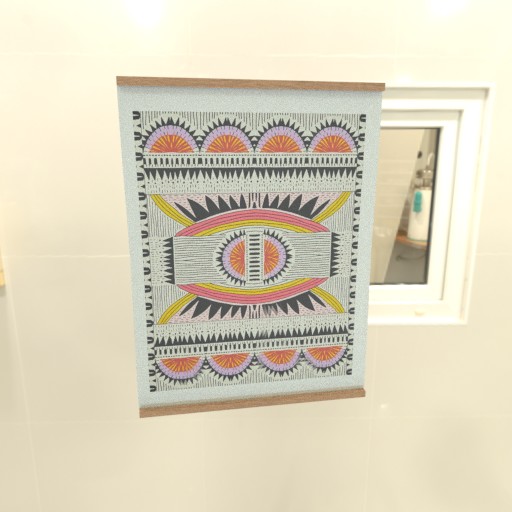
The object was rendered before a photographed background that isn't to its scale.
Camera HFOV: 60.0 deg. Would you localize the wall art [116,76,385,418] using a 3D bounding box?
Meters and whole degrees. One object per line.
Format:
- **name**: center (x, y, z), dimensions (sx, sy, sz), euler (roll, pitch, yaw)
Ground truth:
- **wall art**: center (0.000, 0.000, 0.821), dimensions (0.456, 0.609, 0.028), euler (-2, 14, -9)
